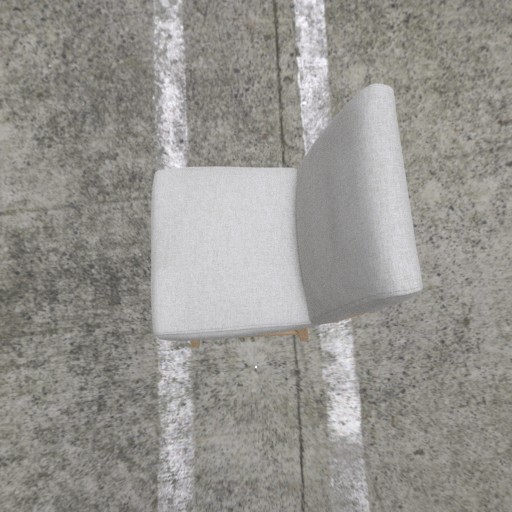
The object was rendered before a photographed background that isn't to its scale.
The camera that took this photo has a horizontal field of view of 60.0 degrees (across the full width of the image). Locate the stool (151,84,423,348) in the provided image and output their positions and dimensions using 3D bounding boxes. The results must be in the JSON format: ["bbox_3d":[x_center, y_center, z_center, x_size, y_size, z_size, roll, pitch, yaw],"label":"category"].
[{"bbox_3d":[0.000,0.000,1.381,0.606,1.085,0.507,-3,76,-1],"label":"stool"}]
